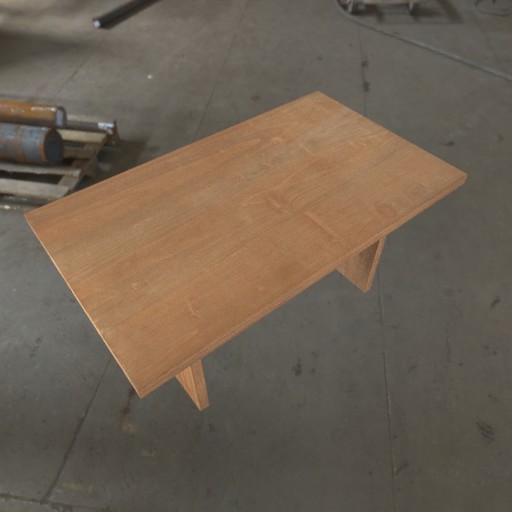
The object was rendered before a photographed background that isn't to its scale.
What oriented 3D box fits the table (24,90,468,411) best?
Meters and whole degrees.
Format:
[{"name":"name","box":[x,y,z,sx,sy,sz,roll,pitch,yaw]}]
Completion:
[{"name":"table","box":[0.000,0.000,2.137,1.609,0.780,0.946,-30,55,-25]}]
